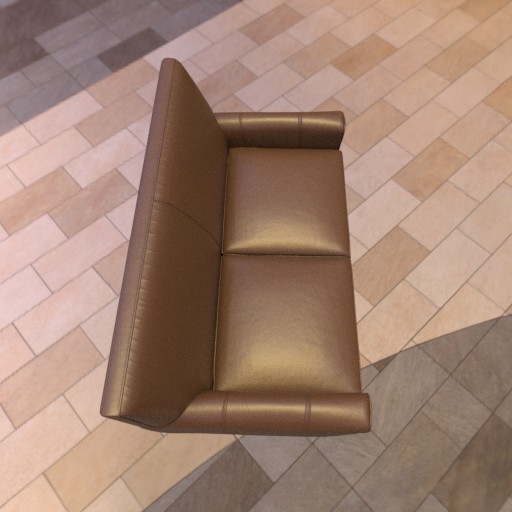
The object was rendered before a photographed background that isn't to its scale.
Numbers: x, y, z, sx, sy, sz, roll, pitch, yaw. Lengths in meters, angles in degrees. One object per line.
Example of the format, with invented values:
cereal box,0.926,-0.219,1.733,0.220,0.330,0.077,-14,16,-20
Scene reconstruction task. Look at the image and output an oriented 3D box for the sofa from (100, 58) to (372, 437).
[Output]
sofa,0.000,0.000,1.947,0.853,0.859,1.468,1,63,1
